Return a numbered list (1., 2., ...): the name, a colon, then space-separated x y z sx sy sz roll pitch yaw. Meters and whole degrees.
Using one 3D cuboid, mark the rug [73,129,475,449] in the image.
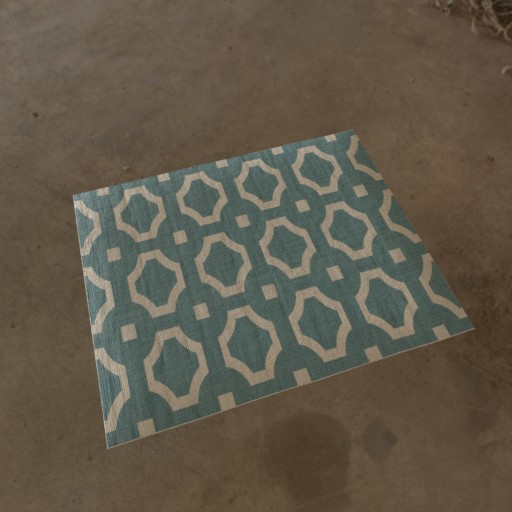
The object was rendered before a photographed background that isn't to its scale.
1. rug: 0.000 0.000 4.058 3.049 0.021 2.466 -15 60 -9
